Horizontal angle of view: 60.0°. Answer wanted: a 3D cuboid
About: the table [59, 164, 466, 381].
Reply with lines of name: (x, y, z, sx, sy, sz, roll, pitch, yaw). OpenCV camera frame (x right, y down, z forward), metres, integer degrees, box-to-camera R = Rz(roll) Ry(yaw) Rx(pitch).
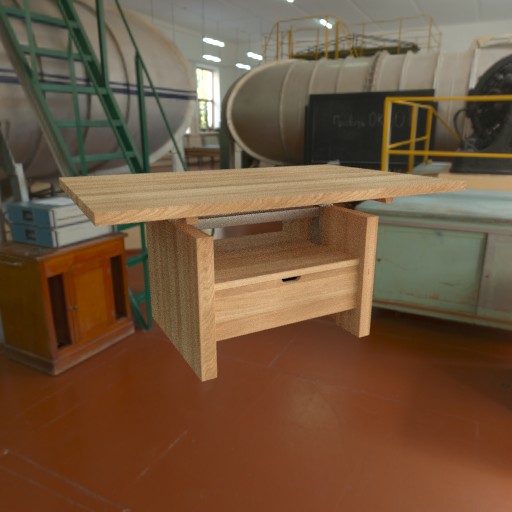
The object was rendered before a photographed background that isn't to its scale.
table: (0.000, 0.000, 1.486, 1.100, 0.510, 0.700, -9, 18, -27)
